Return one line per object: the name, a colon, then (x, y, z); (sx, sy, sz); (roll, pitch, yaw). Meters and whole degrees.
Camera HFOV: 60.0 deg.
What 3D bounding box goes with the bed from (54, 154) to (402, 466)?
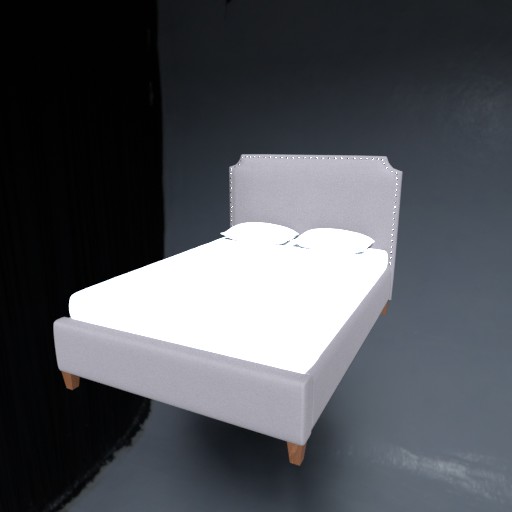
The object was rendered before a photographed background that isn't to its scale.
bed: (0.000, 0.000, 3.370); (1.713, 1.443, 2.372); (7, 16, 25)
